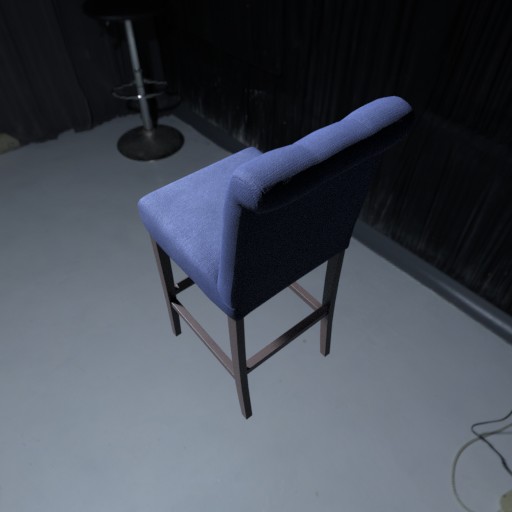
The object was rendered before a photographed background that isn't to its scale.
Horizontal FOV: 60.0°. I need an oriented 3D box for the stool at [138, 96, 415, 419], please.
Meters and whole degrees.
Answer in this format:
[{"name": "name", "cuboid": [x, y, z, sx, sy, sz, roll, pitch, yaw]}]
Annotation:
[{"name": "stool", "cuboid": [0.000, 0.000, 1.433, 0.493, 1.140, 0.601, -31, 54, -26]}]
